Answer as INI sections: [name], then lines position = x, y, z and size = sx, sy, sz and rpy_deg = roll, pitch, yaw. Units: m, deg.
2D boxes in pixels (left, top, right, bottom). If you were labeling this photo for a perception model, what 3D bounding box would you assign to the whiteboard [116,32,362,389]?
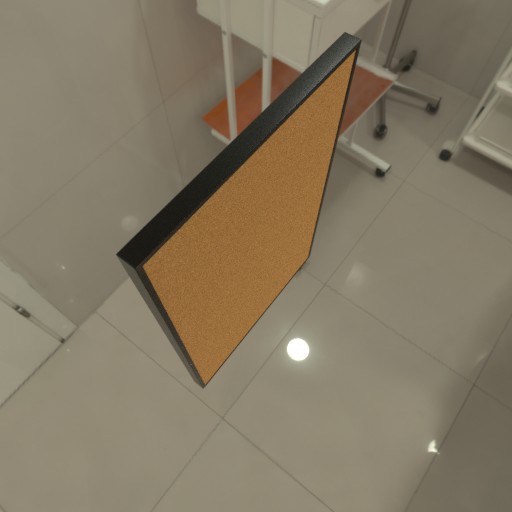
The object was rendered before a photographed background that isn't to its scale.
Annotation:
[whiteboard]
position = 0.000, 0.000, 0.764
size = 0.026, 0.611, 0.406
rpy_deg = 35, 68, 16
